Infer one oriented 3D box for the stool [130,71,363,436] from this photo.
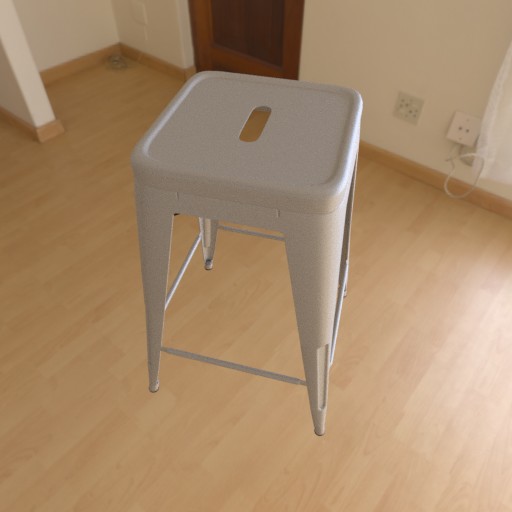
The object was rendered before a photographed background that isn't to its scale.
[{"bbox_3d":[0.000,0.000,0.901,0.410,0.608,0.410,11,48,10],"label":"stool"}]
